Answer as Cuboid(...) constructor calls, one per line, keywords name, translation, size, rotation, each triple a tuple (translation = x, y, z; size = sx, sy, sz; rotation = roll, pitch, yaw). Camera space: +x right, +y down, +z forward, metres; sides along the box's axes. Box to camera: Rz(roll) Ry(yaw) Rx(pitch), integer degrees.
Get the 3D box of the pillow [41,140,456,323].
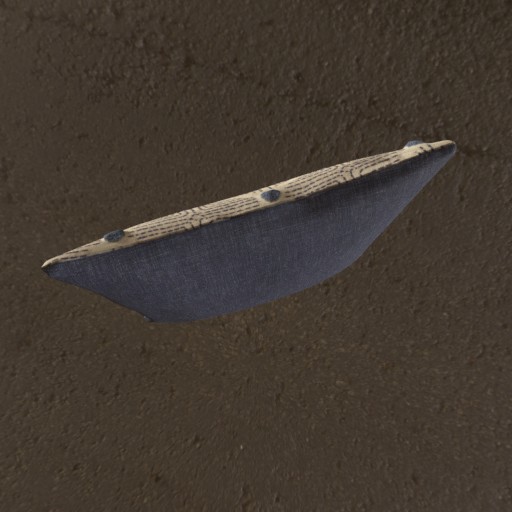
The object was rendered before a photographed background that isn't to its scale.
Cuboid(name="pillow", translation=(0.000, 0.000, 0.757), size=(0.510, 0.510, 0.145), rotation=(-17, 76, -4))
